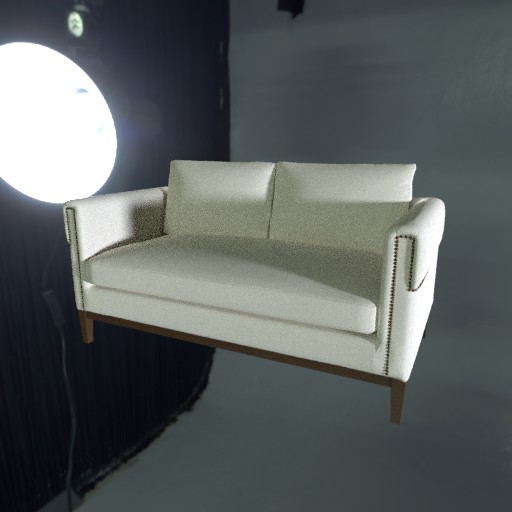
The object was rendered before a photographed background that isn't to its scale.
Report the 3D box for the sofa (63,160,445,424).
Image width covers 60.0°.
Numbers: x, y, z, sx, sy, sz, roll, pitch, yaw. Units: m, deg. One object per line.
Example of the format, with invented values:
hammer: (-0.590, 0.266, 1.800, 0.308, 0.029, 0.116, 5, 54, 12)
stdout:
sofa: (0.000, 0.000, 2.127, 1.598, 0.873, 0.905, 7, 16, 25)
